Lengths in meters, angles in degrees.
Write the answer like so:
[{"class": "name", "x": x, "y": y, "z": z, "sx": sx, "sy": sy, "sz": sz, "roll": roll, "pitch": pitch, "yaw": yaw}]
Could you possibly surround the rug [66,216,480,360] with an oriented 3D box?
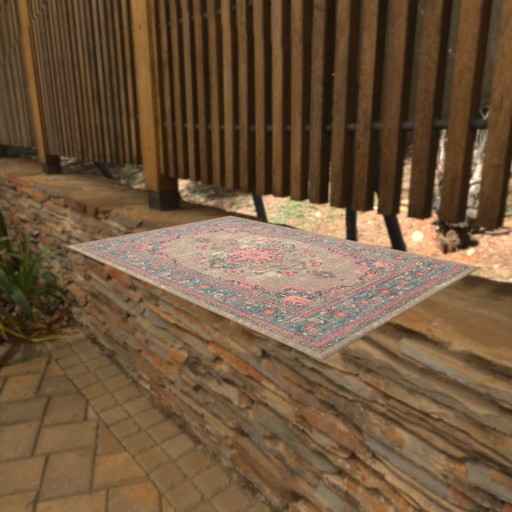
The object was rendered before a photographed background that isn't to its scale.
[{"class": "rug", "x": 0.000, "y": 0.000, "z": 3.722, "sx": 2.005, "sy": 0.013, "sz": 2.890, "roll": -16, "pitch": 22, "yaw": -43}]
